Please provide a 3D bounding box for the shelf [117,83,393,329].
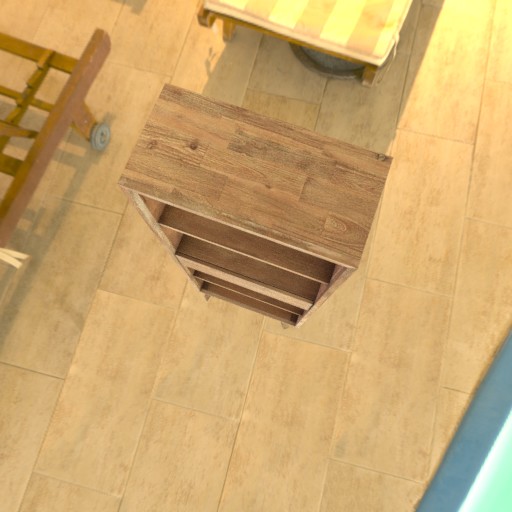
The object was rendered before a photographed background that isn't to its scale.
[{"bbox_3d":[0.000,0.000,1.521,0.491,1.342,0.267,20,76,5],"label":"shelf"}]
